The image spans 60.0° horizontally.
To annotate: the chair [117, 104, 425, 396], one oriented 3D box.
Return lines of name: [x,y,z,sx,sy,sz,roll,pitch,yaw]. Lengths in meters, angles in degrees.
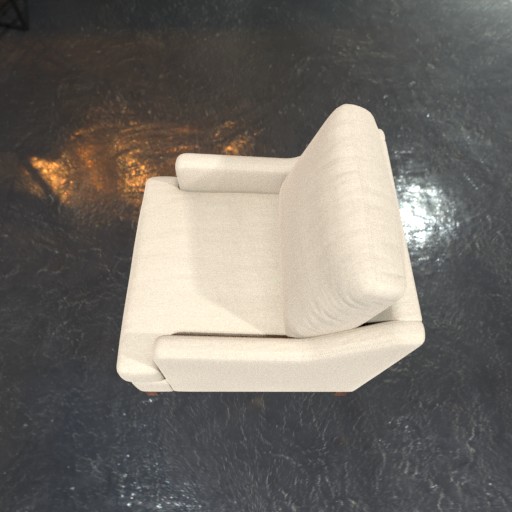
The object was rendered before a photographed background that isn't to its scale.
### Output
chair: [0.000,0.000,1.727,1.001,0.916,0.912,0,59,0]
